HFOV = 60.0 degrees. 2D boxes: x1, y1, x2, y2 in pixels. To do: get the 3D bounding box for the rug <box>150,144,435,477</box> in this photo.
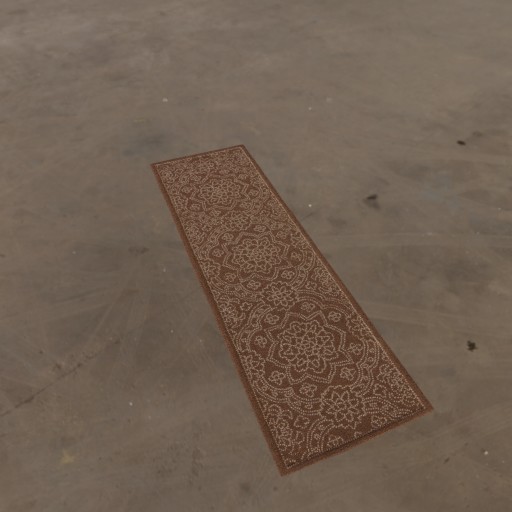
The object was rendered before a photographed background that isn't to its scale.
[{"bbox_3d":[0.000,0.000,2.702,0.769,0.012,2.448,-16,47,-15],"label":"rug"}]
